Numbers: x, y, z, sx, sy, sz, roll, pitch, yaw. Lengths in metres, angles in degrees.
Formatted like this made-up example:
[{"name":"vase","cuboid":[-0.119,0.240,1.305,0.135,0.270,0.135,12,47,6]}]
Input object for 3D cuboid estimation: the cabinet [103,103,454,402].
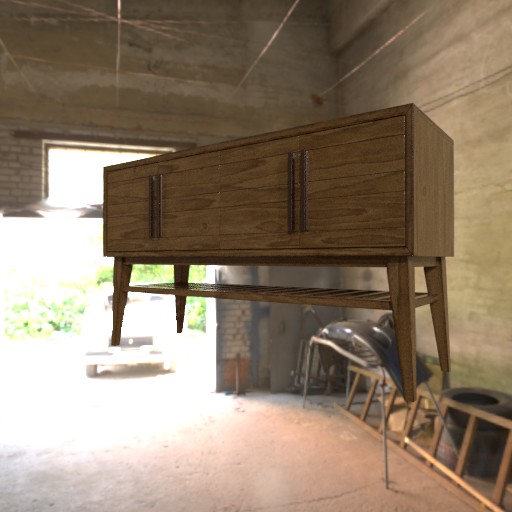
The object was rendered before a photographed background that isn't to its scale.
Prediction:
[{"name":"cabinet","cuboid":[0.000,0.000,1.756,1.363,0.802,0.477,0,-1,36]}]
